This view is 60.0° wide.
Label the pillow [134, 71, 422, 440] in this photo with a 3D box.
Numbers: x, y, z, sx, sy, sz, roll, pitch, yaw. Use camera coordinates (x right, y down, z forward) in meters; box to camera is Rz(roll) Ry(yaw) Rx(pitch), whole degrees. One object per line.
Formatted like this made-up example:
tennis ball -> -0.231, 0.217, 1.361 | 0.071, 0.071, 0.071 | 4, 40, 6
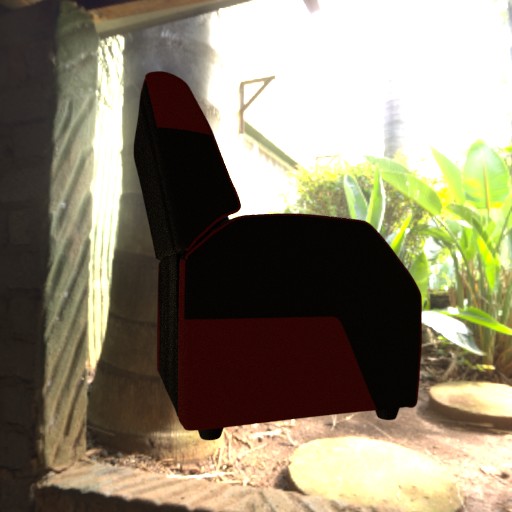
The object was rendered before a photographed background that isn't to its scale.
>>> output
pillow -> 0.000, 0.000, 1.272 | 0.672, 0.805, 0.620 | 1, -3, -17
